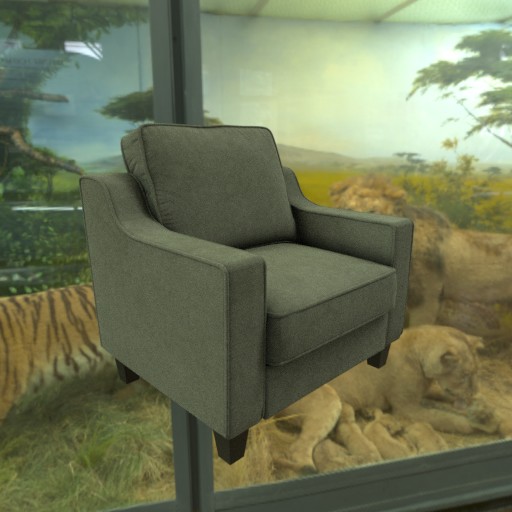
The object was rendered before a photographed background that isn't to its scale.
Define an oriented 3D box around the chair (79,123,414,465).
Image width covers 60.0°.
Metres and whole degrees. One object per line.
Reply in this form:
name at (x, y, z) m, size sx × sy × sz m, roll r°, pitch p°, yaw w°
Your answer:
chair at (0.000, 0.000, 1.637) m, size 0.926 × 0.944 × 0.840 m, roll -14°, pitch 20°, yaw -42°
